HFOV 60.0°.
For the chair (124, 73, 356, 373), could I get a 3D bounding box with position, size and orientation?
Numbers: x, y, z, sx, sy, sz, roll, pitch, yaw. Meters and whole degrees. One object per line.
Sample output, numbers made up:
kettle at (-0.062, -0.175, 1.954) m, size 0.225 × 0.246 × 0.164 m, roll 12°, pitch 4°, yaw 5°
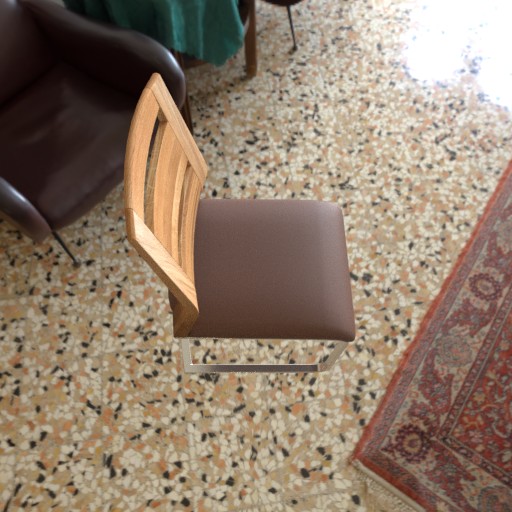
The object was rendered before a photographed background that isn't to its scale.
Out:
chair at (0.000, 0.000, 1.280) m, size 0.570 × 0.970 × 0.460 m, roll 0°, pitch 62°, yaw 0°
